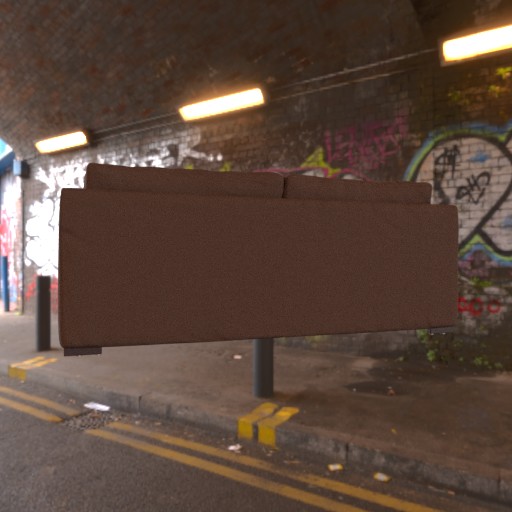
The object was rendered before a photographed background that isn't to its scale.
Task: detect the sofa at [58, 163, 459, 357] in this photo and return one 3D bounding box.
[{"bbox_3d":[0.000,0.000,2.892,2.274,0.950,1.140,0,0,-18],"label":"sofa"}]
